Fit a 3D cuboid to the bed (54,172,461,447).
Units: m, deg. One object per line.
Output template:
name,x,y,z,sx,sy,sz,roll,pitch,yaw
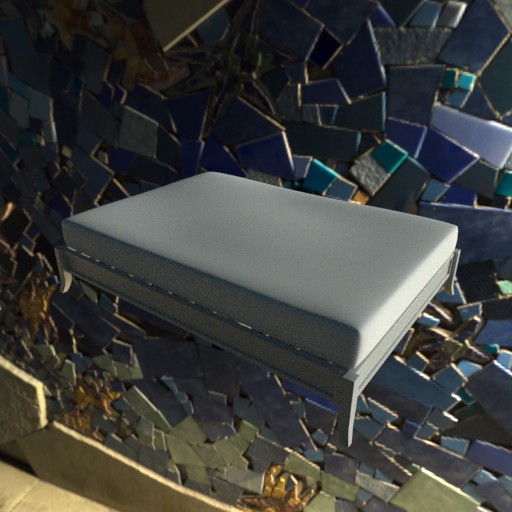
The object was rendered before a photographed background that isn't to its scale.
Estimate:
bed,0.000,0.000,2.658,1.985,0.510,1.460,18,31,33
